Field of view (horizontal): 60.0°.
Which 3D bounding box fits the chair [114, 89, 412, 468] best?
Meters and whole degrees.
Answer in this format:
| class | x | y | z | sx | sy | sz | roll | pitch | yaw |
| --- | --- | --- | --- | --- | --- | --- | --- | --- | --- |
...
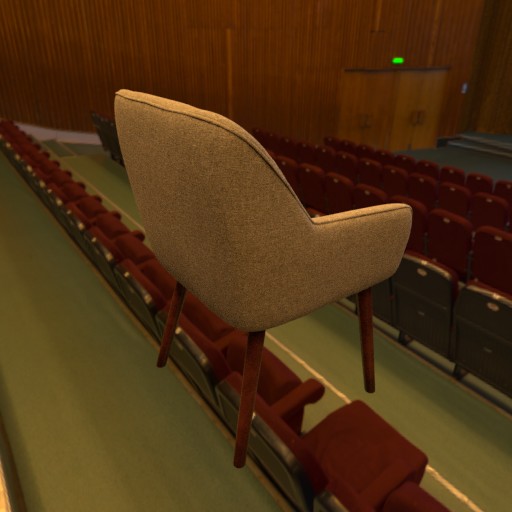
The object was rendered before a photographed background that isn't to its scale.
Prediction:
| class | x | y | z | sx | sy | sz | roll | pitch | yaw |
| --- | --- | --- | --- | --- | --- | --- | --- | --- | --- |
| chair | 0.000 | 0.000 | 1.129 | 0.519 | 0.803 | 0.543 | -18 | 32 | -31 |
